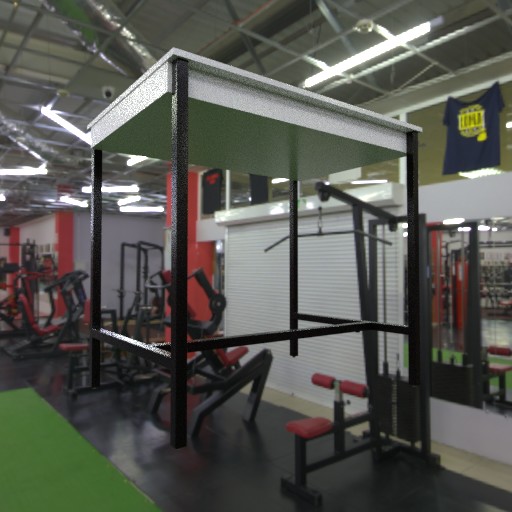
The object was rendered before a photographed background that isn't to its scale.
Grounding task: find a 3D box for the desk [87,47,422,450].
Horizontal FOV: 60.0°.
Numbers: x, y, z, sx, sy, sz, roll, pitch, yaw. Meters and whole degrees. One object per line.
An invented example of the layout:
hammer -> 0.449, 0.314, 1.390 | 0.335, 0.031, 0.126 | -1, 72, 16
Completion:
desk -> 0.000, 0.000, 1.302 | 0.811, 0.766, 0.573 | 1, -2, -36
